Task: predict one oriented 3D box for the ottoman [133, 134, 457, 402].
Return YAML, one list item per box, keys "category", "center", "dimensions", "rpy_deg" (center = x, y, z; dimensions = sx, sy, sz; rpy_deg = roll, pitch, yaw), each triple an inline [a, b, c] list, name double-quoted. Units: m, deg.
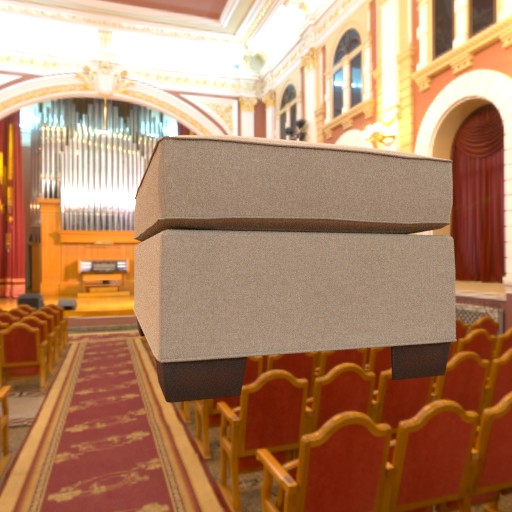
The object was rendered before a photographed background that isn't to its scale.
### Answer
- category: "ottoman"
  center: [0.000, 0.000, 1.222]
  dimensions: [0.617, 0.503, 0.846]
  rpy_deg: [0, 0, -18]
